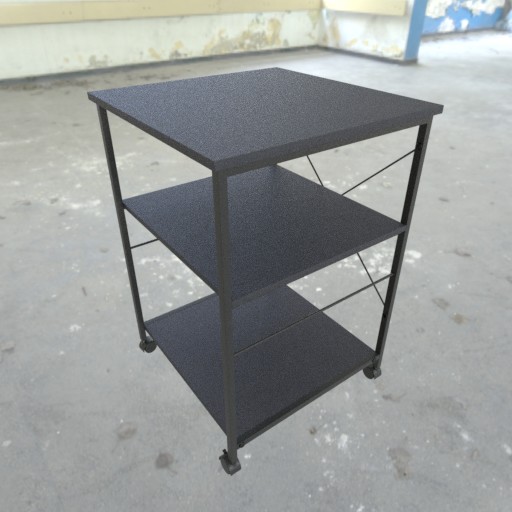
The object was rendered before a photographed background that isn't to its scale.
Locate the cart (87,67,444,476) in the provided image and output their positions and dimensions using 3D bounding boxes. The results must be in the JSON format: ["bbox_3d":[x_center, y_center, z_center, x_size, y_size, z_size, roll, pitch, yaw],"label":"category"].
[{"bbox_3d":[0.000,0.000,1.108,0.520,0.762,0.521,-21,38,-30],"label":"cart"}]
